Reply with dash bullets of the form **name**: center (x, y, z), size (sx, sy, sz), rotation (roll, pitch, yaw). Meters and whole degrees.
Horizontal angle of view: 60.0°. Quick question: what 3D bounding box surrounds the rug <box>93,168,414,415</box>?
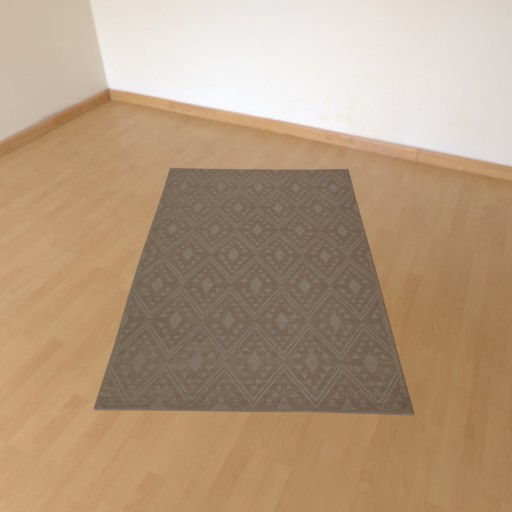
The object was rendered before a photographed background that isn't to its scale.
- **rug**: center (0.000, 0.000, 2.397), size (1.252, 0.034, 1.829), rotation (1, 41, 1)
